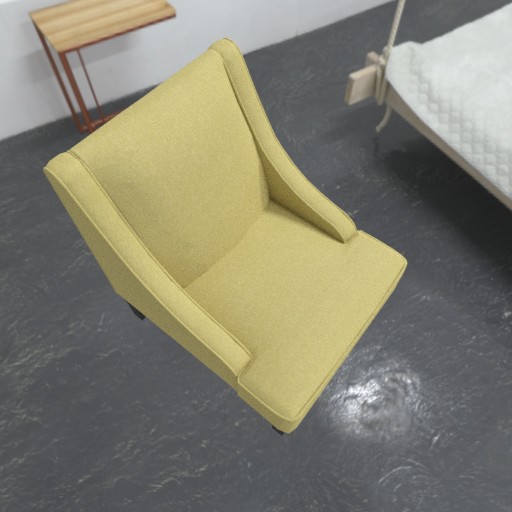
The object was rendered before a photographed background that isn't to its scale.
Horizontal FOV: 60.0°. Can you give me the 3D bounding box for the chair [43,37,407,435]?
[{"bbox_3d":[0.000,0.000,1.452,0.814,0.896,0.696,34,65,19],"label":"chair"}]
